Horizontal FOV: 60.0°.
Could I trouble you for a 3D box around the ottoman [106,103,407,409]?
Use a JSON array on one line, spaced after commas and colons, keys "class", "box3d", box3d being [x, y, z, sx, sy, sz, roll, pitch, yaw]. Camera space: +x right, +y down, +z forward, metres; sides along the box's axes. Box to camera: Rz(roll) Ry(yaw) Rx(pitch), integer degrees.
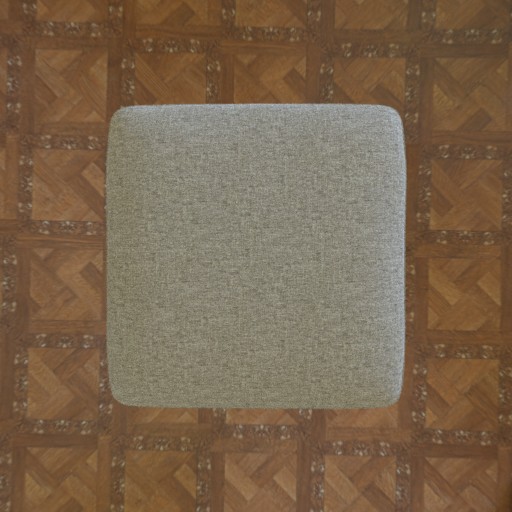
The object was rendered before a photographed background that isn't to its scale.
[{"class": "ottoman", "box3d": [0.000, 0.000, 1.666, 1.035, 0.526, 1.039, 0, 90, 1]}]
